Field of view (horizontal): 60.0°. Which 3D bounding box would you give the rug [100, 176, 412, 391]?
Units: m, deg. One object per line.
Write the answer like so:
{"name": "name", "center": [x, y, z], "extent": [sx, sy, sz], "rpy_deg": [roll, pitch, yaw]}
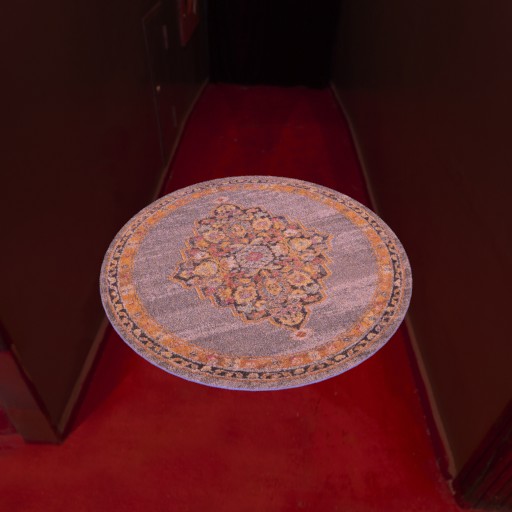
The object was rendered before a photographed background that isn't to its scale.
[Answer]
{"name": "rug", "center": [0.000, 0.000, 3.495], "extent": [2.382, 0.014, 2.382], "rpy_deg": [0, 42, 0]}
